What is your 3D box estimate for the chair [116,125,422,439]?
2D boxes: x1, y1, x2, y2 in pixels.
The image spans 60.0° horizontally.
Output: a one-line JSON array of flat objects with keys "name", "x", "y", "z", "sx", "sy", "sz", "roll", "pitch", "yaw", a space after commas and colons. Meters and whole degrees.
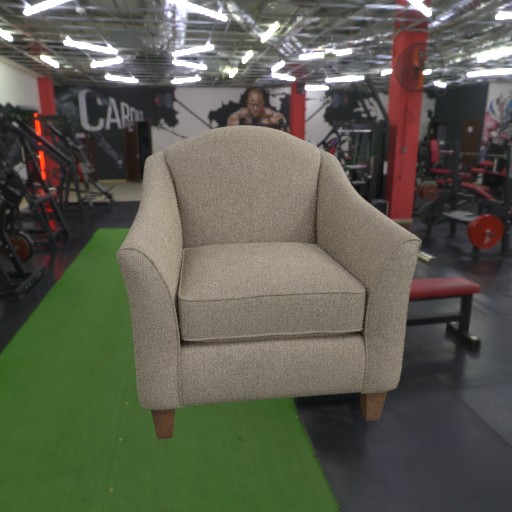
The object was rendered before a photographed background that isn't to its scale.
[{"name": "chair", "x": 0.000, "y": 0.000, "z": 1.469, "sx": 0.763, "sy": 0.839, "sz": 0.787, "roll": -2, "pitch": 16, "yaw": -7}]
